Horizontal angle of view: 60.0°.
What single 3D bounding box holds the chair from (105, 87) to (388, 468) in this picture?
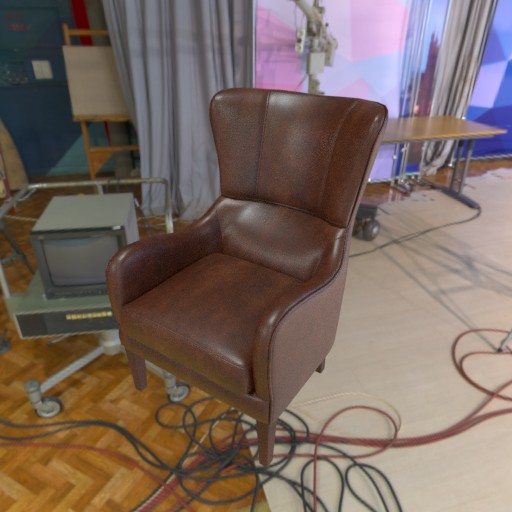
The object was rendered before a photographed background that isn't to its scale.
[{"bbox_3d":[0.000,0.000,1.642,0.692,1.048,0.914,18,35,29],"label":"chair"}]
